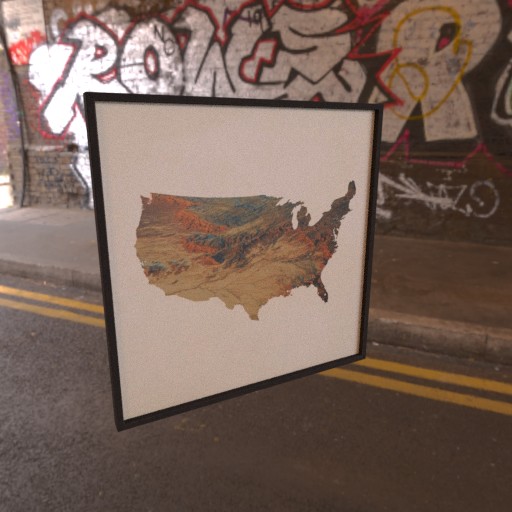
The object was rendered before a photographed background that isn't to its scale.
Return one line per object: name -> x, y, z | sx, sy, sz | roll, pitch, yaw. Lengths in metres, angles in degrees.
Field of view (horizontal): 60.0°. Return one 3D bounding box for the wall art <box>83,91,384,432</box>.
wall art -> 0.000, 0.000, 1.140 | 0.762, 0.762, 0.038 | -8, 17, -27
